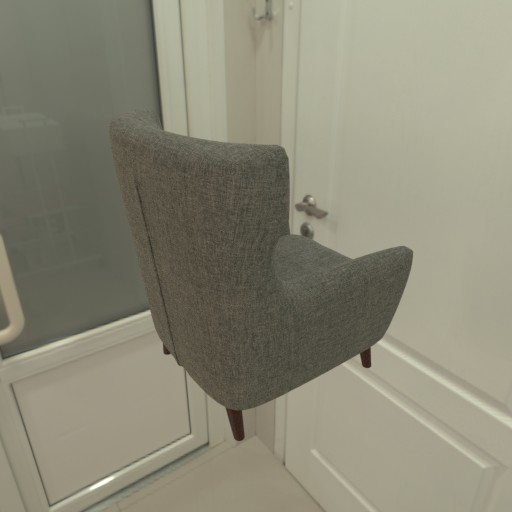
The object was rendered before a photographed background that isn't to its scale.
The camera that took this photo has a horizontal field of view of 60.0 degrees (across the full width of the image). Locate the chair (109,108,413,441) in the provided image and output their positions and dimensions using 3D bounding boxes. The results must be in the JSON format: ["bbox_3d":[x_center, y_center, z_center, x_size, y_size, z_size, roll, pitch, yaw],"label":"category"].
[{"bbox_3d":[0.000,0.000,1.748,0.904,1.063,0.878,-17,31,-31],"label":"chair"}]
